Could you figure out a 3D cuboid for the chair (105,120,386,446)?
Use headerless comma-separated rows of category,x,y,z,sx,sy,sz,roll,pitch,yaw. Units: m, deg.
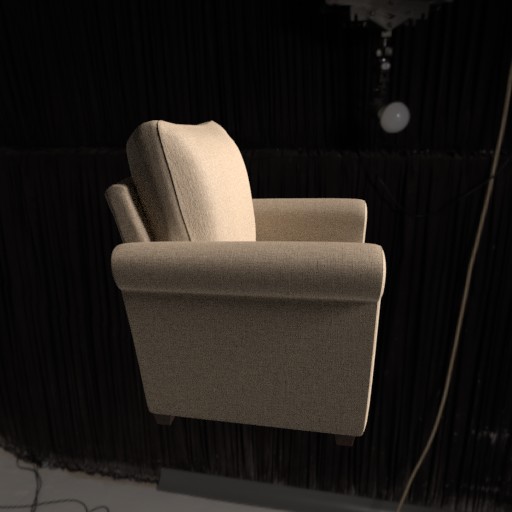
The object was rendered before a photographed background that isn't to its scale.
chair,0.000,0.000,2.306,1.180,1.349,1.275,3,17,9
